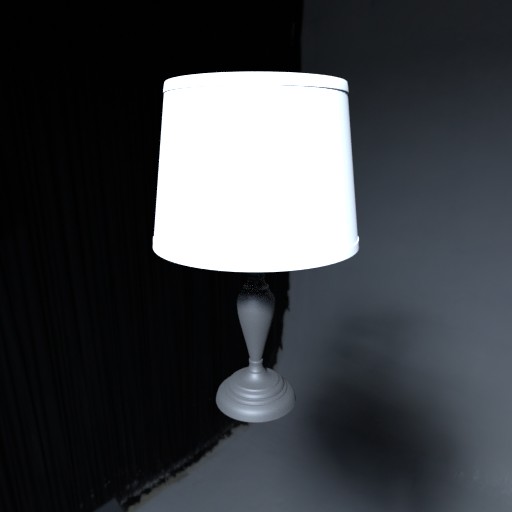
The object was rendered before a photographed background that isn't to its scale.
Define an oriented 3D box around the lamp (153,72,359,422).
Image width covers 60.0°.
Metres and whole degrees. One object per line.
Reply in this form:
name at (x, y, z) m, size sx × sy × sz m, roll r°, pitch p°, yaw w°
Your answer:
lamp at (0.000, 0.000, 0.689) m, size 0.310 × 0.501 × 0.310 m, roll 0°, pitch 15°, yaw 0°
